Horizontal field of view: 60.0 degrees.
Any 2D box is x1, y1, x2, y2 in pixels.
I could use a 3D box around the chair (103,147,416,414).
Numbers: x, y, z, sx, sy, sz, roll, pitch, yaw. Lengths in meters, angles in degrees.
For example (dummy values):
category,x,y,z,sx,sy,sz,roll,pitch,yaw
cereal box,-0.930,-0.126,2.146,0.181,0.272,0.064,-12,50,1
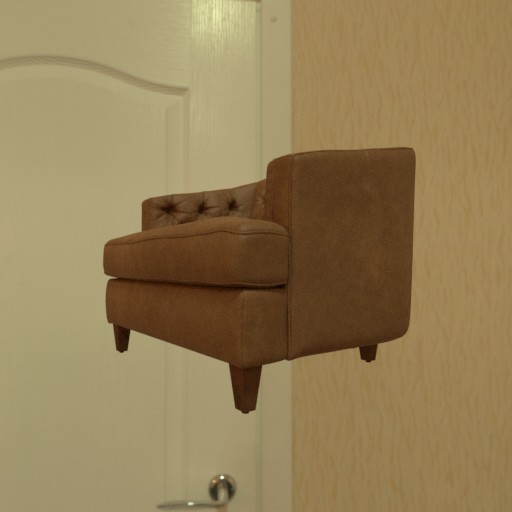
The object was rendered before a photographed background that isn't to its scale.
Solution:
category,x,y,z,sx,sy,sz,roll,pitch,yaw
chair,0.000,0.000,1.770,0.911,0.836,1.119,1,-1,-35
